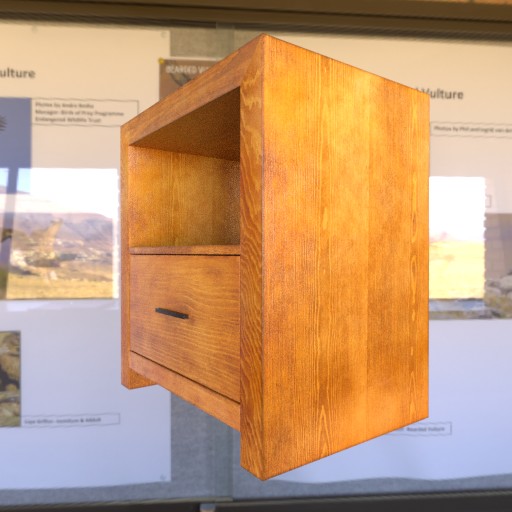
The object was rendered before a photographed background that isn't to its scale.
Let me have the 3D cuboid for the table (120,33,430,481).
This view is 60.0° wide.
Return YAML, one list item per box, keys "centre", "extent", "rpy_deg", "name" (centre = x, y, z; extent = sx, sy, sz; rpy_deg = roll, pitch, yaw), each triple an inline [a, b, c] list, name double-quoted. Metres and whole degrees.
- centre: [0.000, 0.000, 0.932]
  extent: [0.400, 0.605, 0.550]
  rpy_deg: [0, 1, -36]
  name: "table"
